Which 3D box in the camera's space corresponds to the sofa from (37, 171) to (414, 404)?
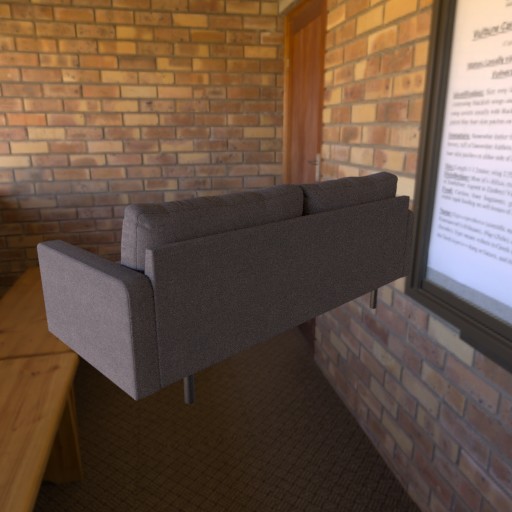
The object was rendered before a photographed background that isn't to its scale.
[{"bbox_3d":[0.000,0.000,2.554,2.100,0.880,0.880,-15,22,-43],"label":"sofa"}]
